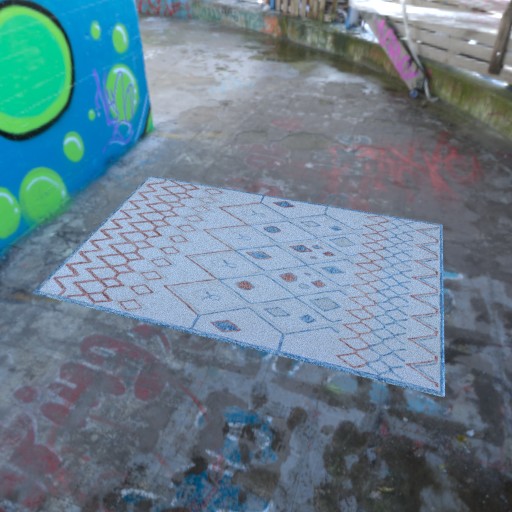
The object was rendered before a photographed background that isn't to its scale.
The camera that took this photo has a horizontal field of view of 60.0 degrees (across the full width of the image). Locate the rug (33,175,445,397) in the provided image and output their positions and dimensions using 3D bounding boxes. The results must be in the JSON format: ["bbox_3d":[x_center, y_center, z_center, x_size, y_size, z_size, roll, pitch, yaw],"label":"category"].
[{"bbox_3d":[0.000,0.000,3.034,2.438,0.015,1.524,11,41,13],"label":"rug"}]
